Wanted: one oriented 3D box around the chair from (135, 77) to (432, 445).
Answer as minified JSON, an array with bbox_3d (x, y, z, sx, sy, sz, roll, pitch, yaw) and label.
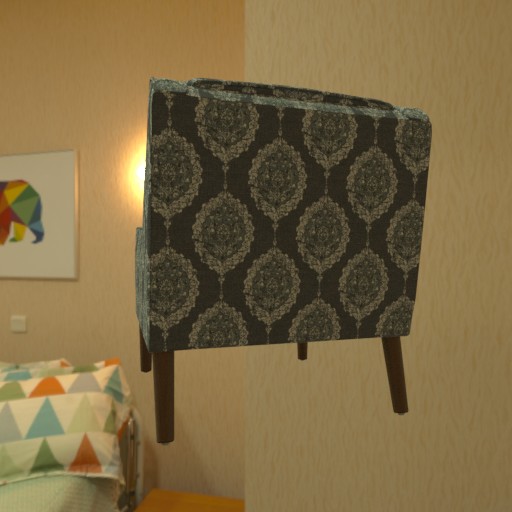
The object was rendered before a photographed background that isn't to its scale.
[{"bbox_3d":[0.000,0.000,1.298,0.663,0.792,0.743,0,0,-18],"label":"chair"}]
